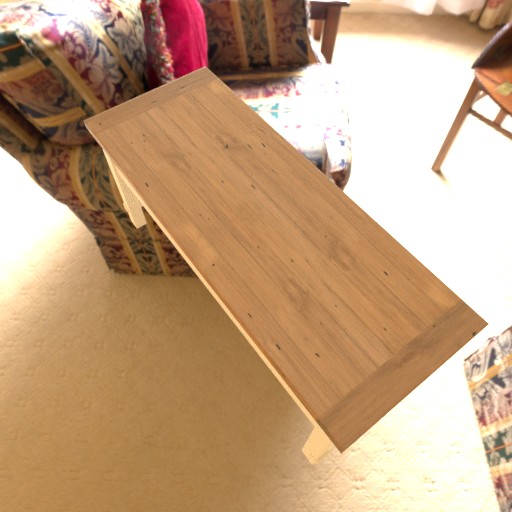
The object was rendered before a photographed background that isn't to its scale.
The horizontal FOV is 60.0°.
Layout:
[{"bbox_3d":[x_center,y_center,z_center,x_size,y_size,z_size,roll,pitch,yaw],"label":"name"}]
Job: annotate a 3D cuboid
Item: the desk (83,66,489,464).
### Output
[{"bbox_3d":[0.000,0.000,2.146,0.688,0.762,1.803,-32,64,-18],"label":"desk"}]
